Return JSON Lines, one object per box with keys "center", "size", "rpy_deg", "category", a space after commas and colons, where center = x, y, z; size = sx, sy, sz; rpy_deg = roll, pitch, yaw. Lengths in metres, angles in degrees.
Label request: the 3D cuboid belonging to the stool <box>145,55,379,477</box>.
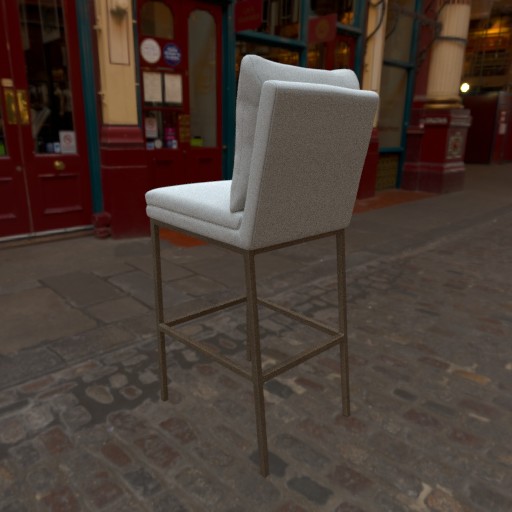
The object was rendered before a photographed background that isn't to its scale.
{"center": [0.000, 0.000, 1.439], "size": [0.463, 1.125, 0.572], "rpy_deg": [-15, 22, -41], "category": "stool"}
